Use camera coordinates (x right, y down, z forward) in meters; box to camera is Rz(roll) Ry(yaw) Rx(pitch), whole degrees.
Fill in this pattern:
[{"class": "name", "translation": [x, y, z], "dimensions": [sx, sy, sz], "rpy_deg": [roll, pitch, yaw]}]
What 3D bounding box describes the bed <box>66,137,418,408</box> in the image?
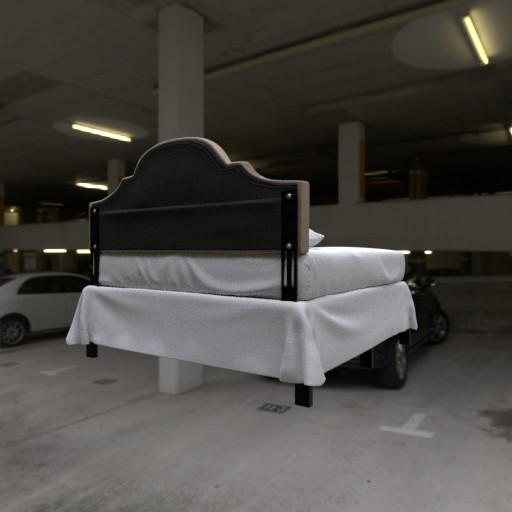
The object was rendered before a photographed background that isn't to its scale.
[{"class": "bed", "translation": [0.000, 0.000, 3.818], "dimensions": [2.303, 1.631, 2.222], "rpy_deg": [1, 1, 35]}]
